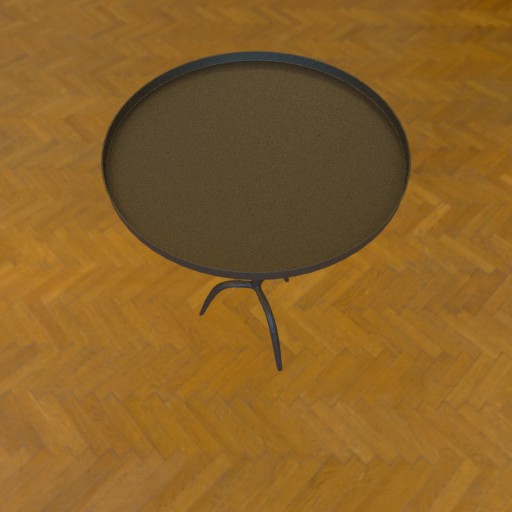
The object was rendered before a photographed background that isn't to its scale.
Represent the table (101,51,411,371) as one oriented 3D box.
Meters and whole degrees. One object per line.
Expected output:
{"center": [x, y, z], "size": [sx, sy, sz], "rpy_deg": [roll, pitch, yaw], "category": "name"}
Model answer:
{"center": [0.000, 0.000, 1.024], "size": [0.502, 0.700, 0.502], "rpy_deg": [0, 57, 0], "category": "table"}
